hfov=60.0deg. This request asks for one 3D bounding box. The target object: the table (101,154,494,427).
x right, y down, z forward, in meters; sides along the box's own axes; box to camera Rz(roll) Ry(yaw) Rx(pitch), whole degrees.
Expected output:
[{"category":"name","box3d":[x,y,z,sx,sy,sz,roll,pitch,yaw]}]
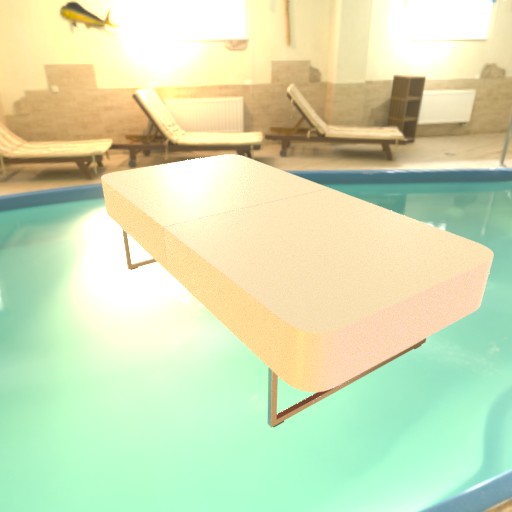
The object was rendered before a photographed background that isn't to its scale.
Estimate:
[{"category":"table","box3d":[0.000,0.000,1.408,0.600,0.340,1.200,-17,31,-30]}]
